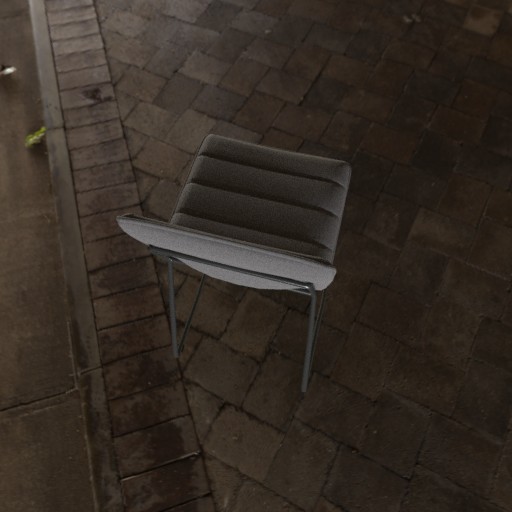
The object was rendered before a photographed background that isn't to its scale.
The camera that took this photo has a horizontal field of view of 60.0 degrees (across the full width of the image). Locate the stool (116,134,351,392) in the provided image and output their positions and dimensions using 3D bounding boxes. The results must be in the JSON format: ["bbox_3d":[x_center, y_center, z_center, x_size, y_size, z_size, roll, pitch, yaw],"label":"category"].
[{"bbox_3d":[0.000,0.000,1.253,0.490,0.960,0.490,13,64,7],"label":"stool"}]
